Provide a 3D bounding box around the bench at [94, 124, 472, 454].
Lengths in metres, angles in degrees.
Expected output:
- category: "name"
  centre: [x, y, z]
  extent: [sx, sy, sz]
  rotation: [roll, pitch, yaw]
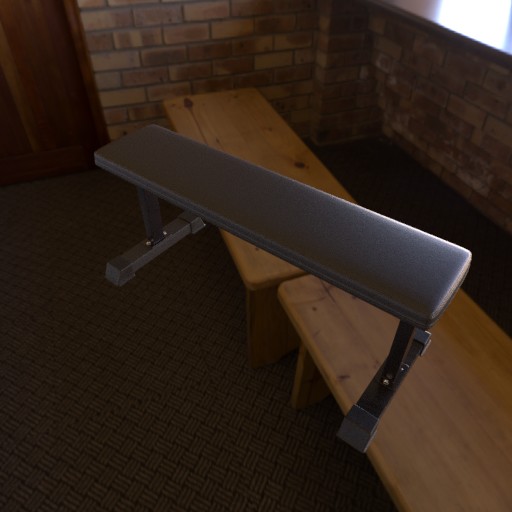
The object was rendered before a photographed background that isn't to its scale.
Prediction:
- category: "bench"
  centre: [0.000, 0.000, 1.308]
  extent: [1.072, 0.453, 0.439]
  rotation: [27, 49, 27]
